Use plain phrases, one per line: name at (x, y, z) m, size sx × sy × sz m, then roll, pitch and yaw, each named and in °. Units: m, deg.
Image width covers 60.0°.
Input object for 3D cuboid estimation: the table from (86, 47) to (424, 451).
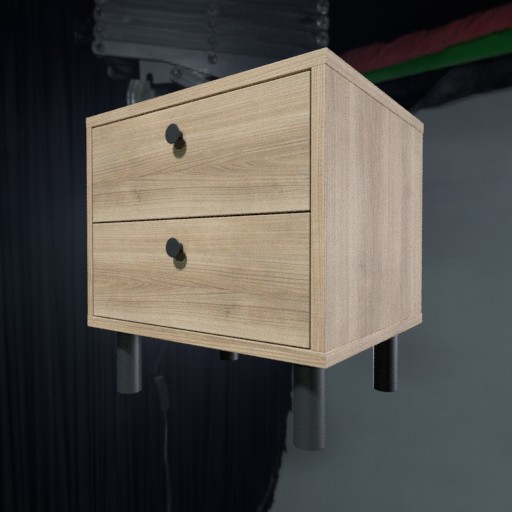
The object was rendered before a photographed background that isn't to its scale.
table at (0.000, 0.000, 0.754) m, size 0.445 × 0.460 × 0.380 m, roll 1°, pitch 1°, yaw 36°
